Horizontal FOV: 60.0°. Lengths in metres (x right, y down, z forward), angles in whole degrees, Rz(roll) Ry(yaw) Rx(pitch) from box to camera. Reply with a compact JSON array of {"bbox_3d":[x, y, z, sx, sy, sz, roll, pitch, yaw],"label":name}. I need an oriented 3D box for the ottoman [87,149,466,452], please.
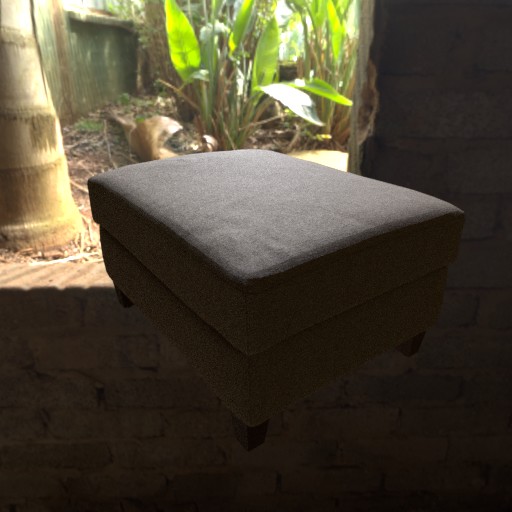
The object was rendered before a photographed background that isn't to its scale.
[{"bbox_3d":[0.000,0.000,1.312,0.692,0.511,0.889,-17,30,-32],"label":"ottoman"}]
